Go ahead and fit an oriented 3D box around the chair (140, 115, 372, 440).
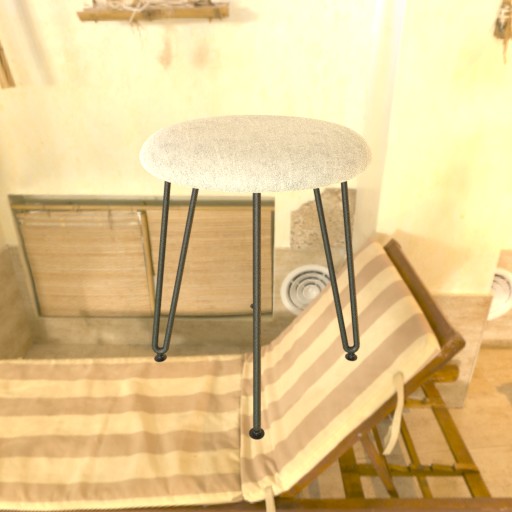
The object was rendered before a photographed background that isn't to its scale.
[{"bbox_3d":[0.000,0.000,0.673,0.350,0.386,0.350,0,26,0],"label":"chair"}]
